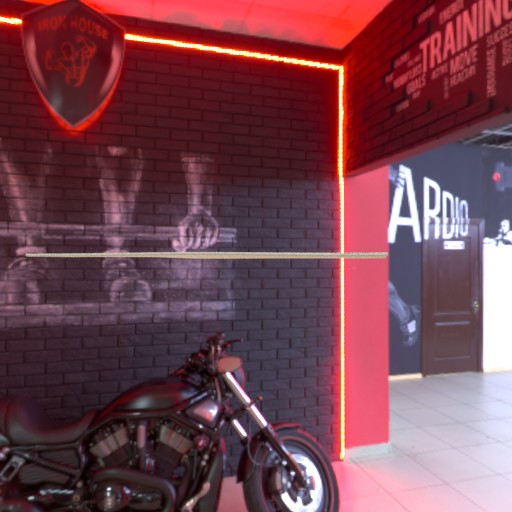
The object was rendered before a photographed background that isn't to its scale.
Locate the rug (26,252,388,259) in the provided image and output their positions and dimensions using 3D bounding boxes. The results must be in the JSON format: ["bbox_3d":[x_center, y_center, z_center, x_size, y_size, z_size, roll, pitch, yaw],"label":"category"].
[{"bbox_3d":[0.000,0.000,4.293,2.434,0.045,3.202,0,-1,16],"label":"rug"}]
